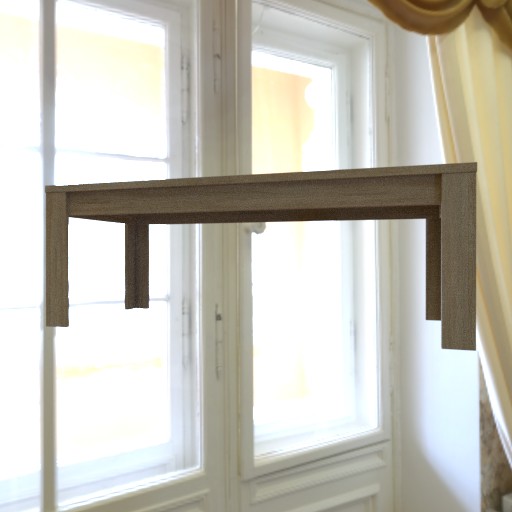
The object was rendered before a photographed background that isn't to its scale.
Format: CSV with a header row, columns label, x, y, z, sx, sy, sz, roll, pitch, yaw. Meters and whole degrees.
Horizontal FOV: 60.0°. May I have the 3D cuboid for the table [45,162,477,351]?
label,x,y,z,sx,sy,sz,roll,pitch,yaw
table,0.000,0.000,2.600,2.200,0.790,0.900,0,0,17
